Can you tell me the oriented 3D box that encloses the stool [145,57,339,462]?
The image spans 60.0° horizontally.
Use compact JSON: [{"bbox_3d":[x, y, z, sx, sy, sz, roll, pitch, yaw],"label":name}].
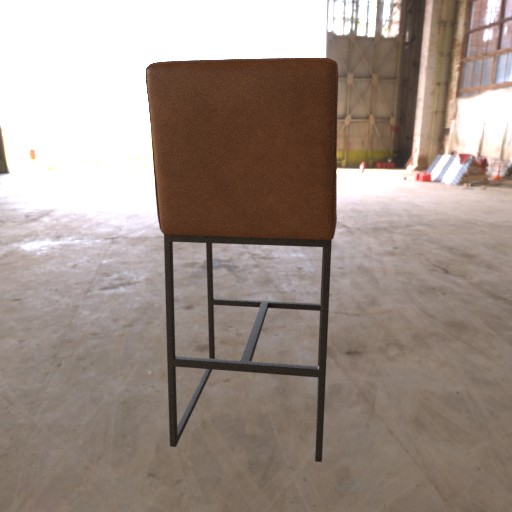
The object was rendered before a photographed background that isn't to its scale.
[{"bbox_3d":[0.000,0.000,1.344,0.458,1.040,0.556,2,15,8],"label":"stool"}]
